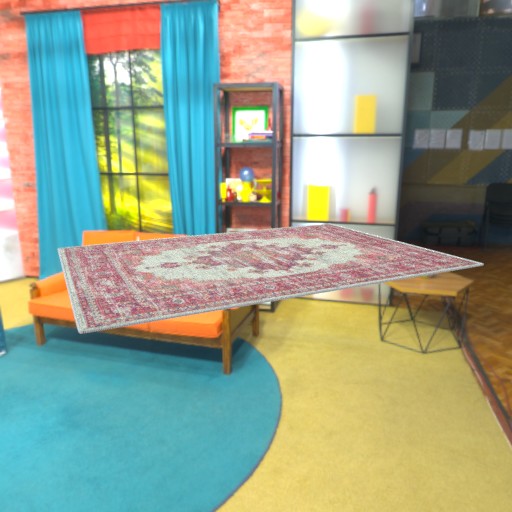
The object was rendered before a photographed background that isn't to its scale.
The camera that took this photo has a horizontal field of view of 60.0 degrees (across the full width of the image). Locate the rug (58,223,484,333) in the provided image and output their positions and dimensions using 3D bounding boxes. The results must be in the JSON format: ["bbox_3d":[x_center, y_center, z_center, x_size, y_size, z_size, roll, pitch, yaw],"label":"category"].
[{"bbox_3d":[0.000,0.000,2.802,2.232,0.011,1.555,-7,15,-25],"label":"rug"}]
